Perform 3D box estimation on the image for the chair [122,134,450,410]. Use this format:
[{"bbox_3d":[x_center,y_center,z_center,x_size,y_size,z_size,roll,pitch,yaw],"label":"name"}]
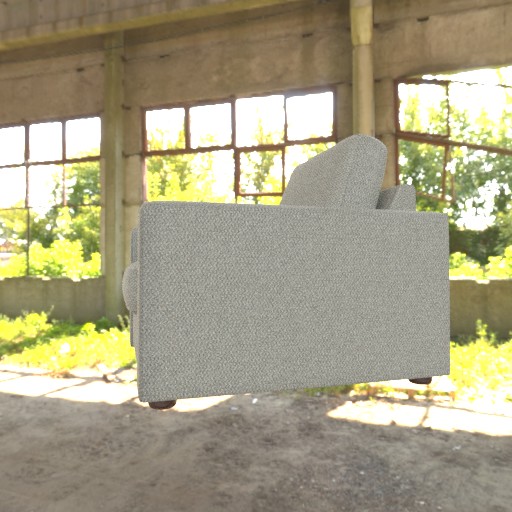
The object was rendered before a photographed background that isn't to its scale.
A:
[{"bbox_3d":[0.000,0.000,1.763,1.016,0.873,1.005,0,-1,-17],"label":"chair"}]
